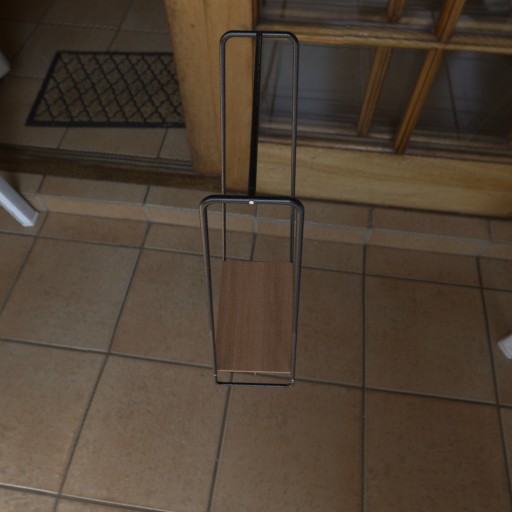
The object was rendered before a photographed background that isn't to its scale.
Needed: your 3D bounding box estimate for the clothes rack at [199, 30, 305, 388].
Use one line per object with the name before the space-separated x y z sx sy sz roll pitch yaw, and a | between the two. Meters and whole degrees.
clothes rack | 0.000 0.000 1.770 0.400 1.500 0.640 2 58 1
